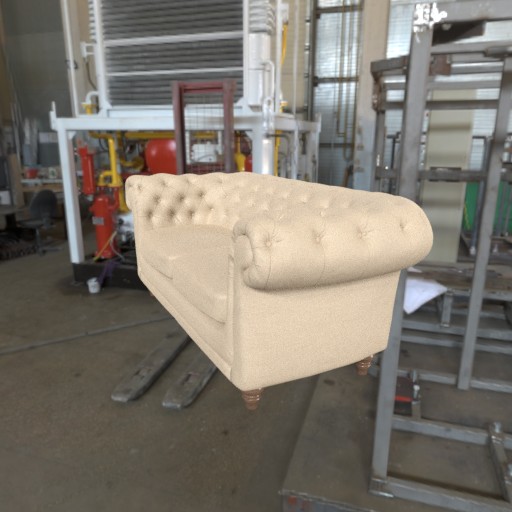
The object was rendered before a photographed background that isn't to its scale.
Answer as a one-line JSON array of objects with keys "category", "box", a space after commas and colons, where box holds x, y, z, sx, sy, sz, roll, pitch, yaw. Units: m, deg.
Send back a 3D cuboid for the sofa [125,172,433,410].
[{"category": "sofa", "box": [0.000, 0.000, 2.549, 1.069, 0.835, 1.988, -8, 17, -27]}]
